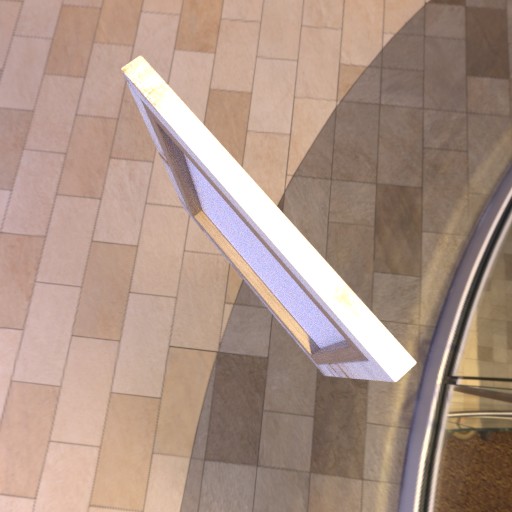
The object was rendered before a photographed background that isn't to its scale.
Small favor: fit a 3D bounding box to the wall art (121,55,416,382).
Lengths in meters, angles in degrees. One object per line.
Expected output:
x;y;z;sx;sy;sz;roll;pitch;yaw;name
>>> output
0.000;0.000;0.930;0.040;0.613;0.611;-39;79;-9;wall art
